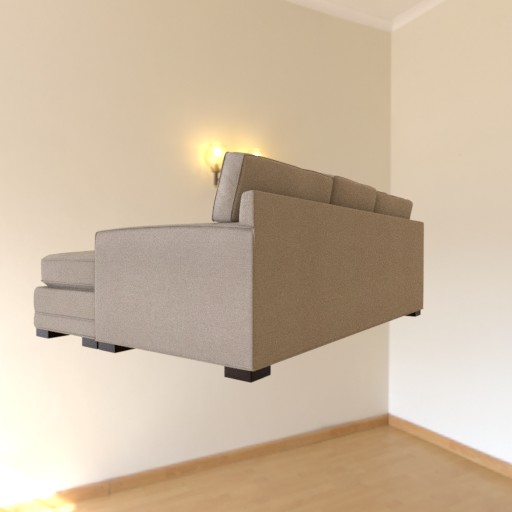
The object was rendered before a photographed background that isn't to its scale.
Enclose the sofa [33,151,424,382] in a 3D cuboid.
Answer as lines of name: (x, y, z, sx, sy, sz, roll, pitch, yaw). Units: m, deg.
sofa: (0.000, 0.000, 2.801, 1.496, 0.861, 2.087, 0, 1, 36)
